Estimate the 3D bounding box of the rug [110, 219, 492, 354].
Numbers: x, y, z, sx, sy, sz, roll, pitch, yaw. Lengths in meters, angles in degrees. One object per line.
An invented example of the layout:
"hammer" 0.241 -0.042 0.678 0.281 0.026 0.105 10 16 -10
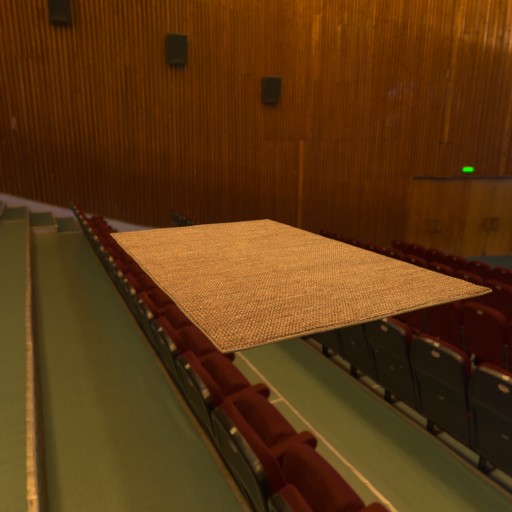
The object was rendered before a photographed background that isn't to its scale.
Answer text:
"rug" 0.000 0.000 3.015 1.521 0.034 2.438 -7 16 -26
